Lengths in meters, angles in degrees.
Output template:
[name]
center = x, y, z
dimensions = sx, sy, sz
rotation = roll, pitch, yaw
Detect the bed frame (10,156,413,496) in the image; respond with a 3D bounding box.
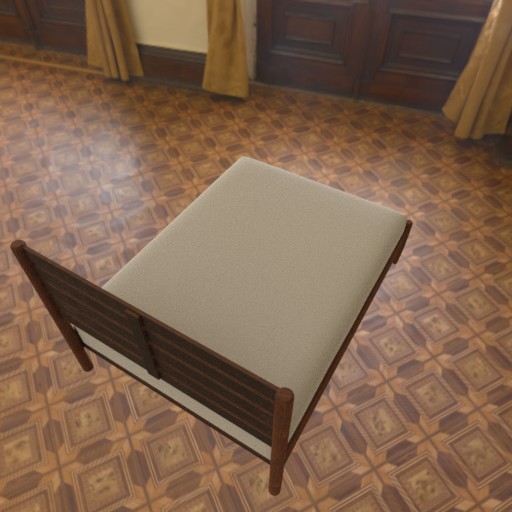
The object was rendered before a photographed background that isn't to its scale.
[bed frame]
center = 0.000, 0.000, 3.124
dimensions = 1.655, 1.321, 2.234
rotation = 24, 52, 20
